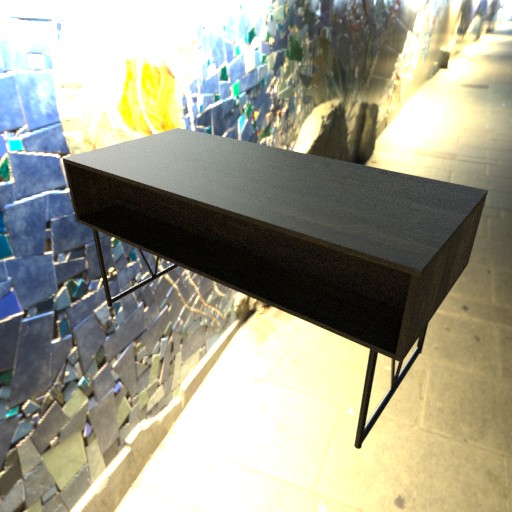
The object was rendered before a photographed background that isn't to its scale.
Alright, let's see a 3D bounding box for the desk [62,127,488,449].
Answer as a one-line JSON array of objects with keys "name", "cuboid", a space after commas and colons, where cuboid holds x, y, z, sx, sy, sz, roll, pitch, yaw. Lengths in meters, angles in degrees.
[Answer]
[{"name": "desk", "cuboid": [0.000, 0.000, 1.985, 1.600, 0.780, 0.730, 20, 35, 32]}]
